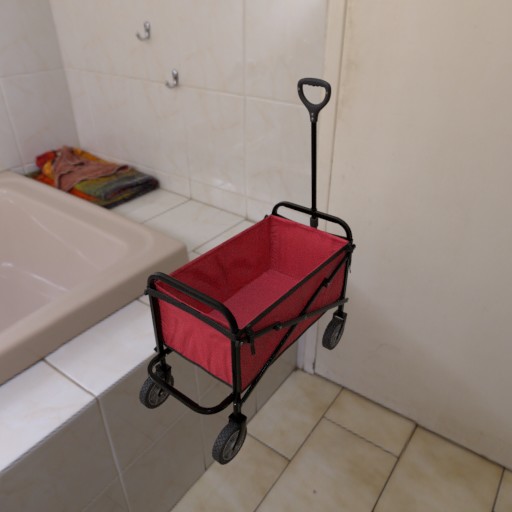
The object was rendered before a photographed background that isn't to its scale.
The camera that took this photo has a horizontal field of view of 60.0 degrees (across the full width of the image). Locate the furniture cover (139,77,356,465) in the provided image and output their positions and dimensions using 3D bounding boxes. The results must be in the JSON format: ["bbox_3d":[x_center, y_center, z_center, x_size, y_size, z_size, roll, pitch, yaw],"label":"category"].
[{"bbox_3d":[0.000,0.000,1.844,0.532,1.295,1.038,22,38,32],"label":"furniture cover"}]
